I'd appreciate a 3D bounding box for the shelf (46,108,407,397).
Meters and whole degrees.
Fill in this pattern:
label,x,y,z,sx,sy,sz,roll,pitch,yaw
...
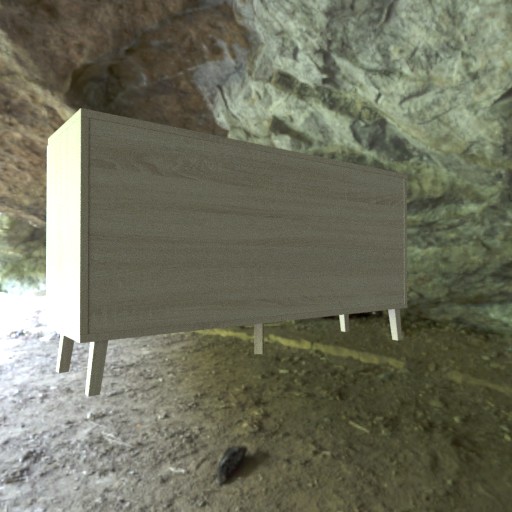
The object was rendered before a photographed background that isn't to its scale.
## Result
label,x,y,z,sx,sy,sz,roll,pitch,yaw
shelf,0.000,0.000,1.796,1.490,0.780,0.400,1,-1,-37
